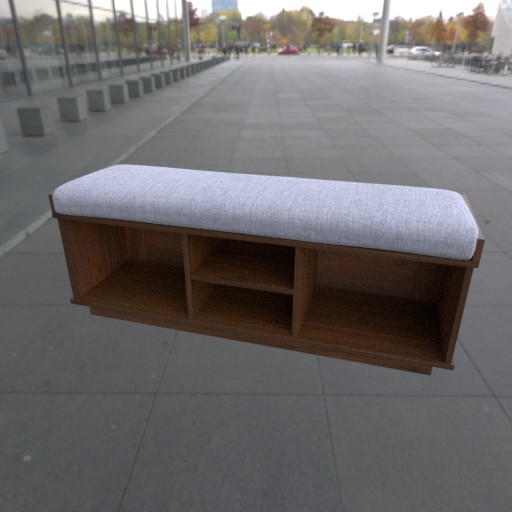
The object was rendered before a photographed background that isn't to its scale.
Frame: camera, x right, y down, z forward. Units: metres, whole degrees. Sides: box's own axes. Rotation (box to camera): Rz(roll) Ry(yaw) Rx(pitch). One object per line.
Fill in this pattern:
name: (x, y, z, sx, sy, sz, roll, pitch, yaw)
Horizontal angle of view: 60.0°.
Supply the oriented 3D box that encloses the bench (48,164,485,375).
bench: (0.000, 0.000, 1.401, 1.196, 0.468, 0.367, 7, 26, 15)
